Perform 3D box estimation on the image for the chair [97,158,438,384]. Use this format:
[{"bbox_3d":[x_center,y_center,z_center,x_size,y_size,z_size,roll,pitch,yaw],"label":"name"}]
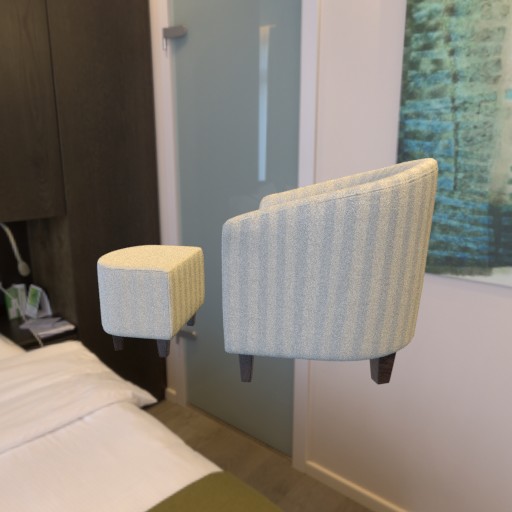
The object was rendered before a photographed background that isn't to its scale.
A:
[{"bbox_3d":[0.000,0.000,1.749,1.288,0.757,0.756,2,13,10],"label":"chair"}]
